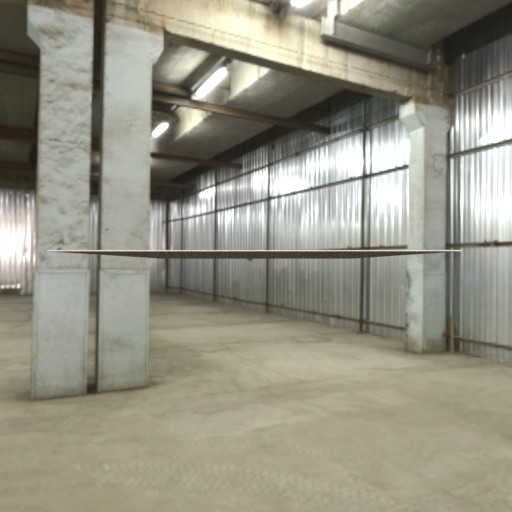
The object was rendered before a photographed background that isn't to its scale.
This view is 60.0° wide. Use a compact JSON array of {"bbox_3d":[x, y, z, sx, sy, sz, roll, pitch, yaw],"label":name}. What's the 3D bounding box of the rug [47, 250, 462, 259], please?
[{"bbox_3d":[0.000,0.000,4.099,2.421,0.008,3.045,0,-1,1],"label":"rug"}]
